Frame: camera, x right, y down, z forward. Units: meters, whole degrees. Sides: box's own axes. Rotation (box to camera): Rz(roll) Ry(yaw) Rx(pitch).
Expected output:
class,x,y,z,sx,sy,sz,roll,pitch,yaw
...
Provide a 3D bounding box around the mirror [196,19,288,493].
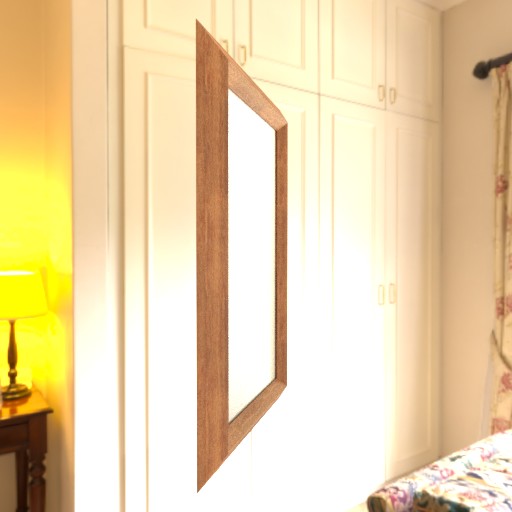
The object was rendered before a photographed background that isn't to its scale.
class,x,y,z,sx,sy,sz,roll,pitch,yaw
mirror,0.000,0.000,1.241,0.047,1.010,0.651,0,1,19
